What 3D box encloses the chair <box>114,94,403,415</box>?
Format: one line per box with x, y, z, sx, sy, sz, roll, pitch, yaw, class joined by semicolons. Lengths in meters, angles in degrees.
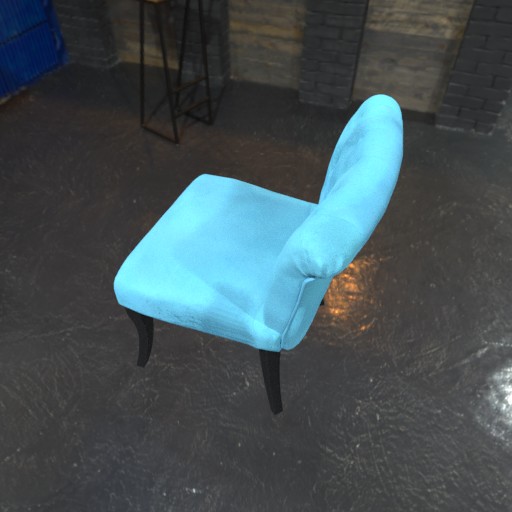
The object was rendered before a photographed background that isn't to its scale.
0.000;0.000;1.197;0.605;0.750;0.582;16;48;15;chair
